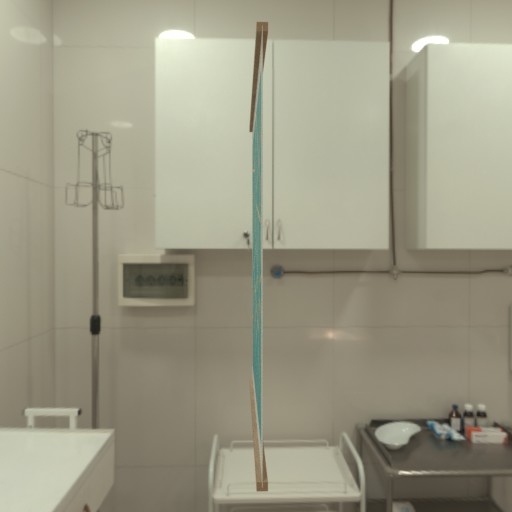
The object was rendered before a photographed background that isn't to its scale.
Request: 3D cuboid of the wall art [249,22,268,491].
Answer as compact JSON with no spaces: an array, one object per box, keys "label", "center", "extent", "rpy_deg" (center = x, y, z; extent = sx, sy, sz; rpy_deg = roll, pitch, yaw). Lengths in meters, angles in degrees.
[{"label":"wall art","center":[0.000,0.000,0.682],"extent":[0.012,0.508,0.405],"rpy_deg":[0,1,-2]}]
